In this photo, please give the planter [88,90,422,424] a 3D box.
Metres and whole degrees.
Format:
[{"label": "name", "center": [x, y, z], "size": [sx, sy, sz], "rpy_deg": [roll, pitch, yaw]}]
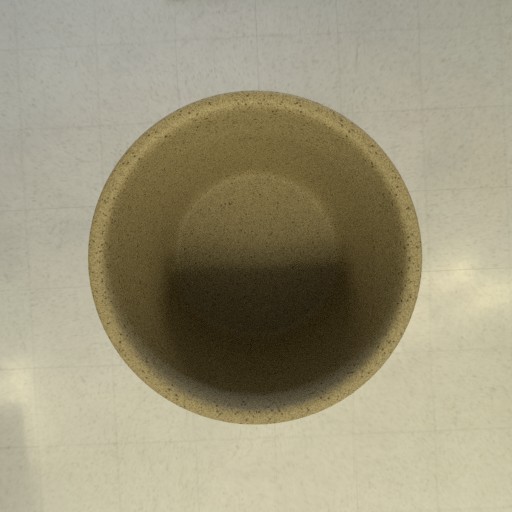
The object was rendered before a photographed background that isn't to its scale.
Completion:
[{"label": "planter", "center": [0.000, 0.000, 0.417], "size": [0.228, 0.235, 0.228], "rpy_deg": [0, 91, 0]}]
